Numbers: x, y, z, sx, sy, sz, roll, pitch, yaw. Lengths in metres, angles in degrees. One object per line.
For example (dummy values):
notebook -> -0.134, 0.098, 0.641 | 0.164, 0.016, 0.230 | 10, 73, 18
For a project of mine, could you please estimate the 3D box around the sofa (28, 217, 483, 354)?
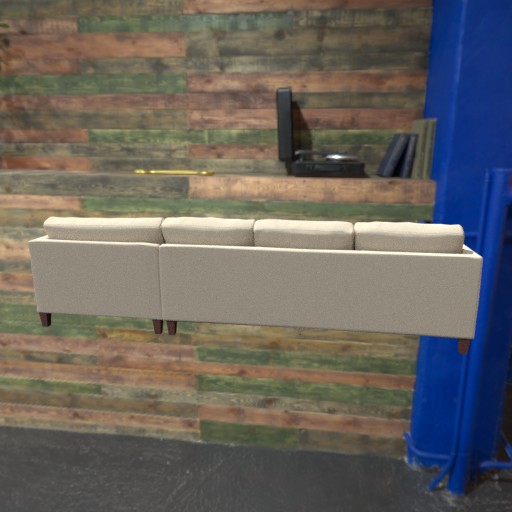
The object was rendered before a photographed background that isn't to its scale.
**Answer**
sofa -> 0.000, 0.000, 3.866 | 3.186, 0.861, 1.625 | 2, 14, 8
